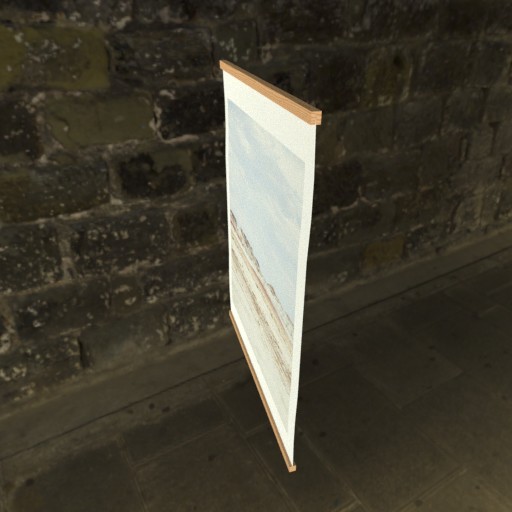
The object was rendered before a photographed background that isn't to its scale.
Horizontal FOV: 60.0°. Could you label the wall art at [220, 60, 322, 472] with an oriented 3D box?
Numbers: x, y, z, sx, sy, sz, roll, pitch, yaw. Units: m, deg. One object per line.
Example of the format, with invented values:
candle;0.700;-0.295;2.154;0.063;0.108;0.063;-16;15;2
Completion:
wall art;0.000;0.000;0.805;0.011;0.605;0.458;-8;31;-14
